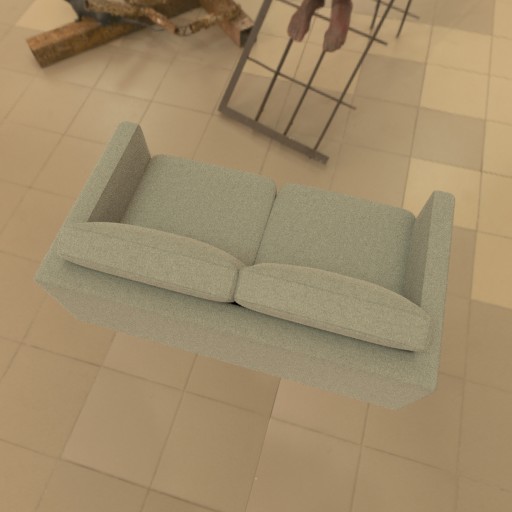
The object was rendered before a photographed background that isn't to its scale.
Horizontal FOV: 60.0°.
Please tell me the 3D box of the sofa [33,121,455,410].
[{"bbox_3d":[0.000,0.000,2.256,1.731,0.900,1.000,14,64,7],"label":"sofa"}]
